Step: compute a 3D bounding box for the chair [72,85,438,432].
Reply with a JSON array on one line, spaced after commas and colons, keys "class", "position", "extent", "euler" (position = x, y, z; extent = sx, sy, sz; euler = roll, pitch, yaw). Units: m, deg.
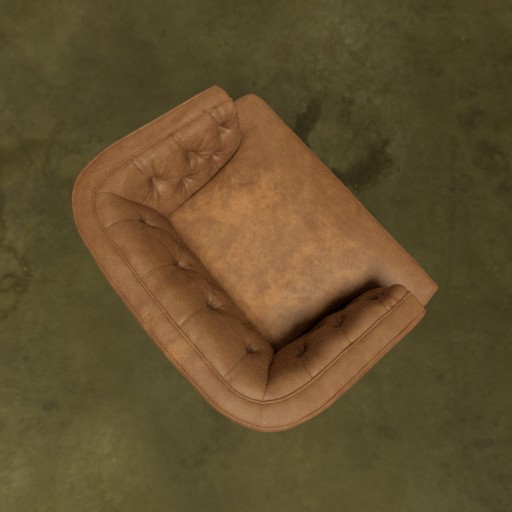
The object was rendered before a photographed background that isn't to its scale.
[{"class": "chair", "position": [0.000, 0.000, 1.739], "extent": [0.911, 0.836, 1.119], "euler": [-39, 79, -9]}]
